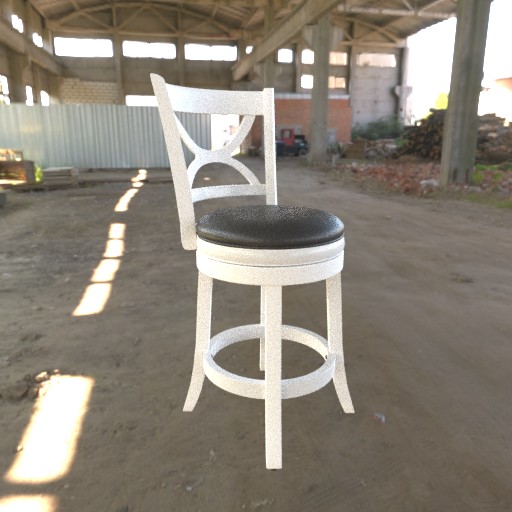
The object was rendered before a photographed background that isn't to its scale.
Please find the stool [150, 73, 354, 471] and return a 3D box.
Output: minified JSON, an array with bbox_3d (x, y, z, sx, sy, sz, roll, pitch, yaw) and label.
[{"bbox_3d":[0.000,0.000,1.259,0.508,0.953,0.444,14,20,43],"label":"stool"}]
